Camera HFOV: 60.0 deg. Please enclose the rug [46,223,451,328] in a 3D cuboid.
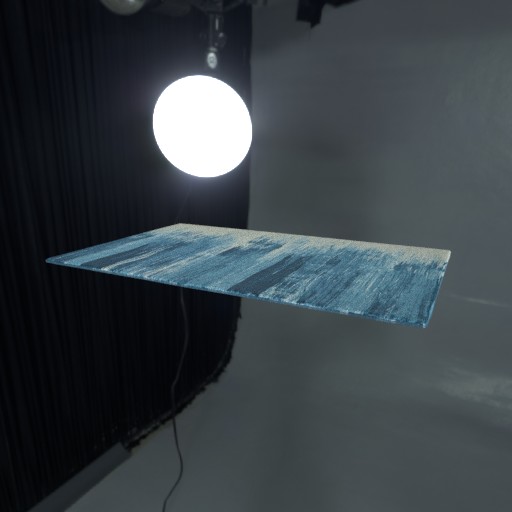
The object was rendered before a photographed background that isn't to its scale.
[{"bbox_3d":[0.000,0.000,3.123,2.450,0.027,1.540,7,16,26],"label":"rug"}]
